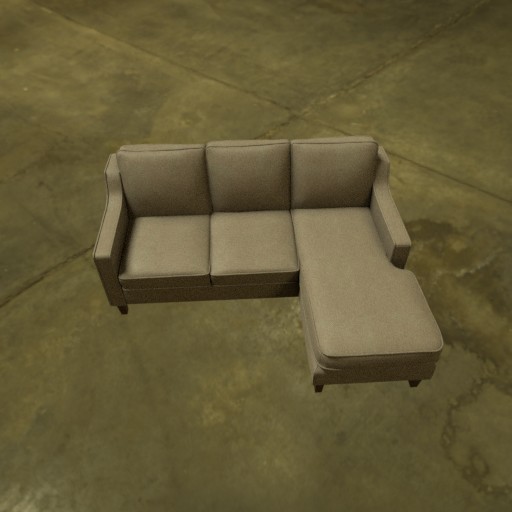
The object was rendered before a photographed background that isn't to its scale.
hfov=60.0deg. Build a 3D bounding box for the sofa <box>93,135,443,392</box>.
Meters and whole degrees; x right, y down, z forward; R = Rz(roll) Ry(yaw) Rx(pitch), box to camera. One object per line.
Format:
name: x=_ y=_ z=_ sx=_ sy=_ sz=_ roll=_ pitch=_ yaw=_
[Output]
sofa: x=0.000 y=0.000 z=3.338 sx=2.317 sy=1.081 sz=1.858 roll=-2 pitch=46 yaw=-2
